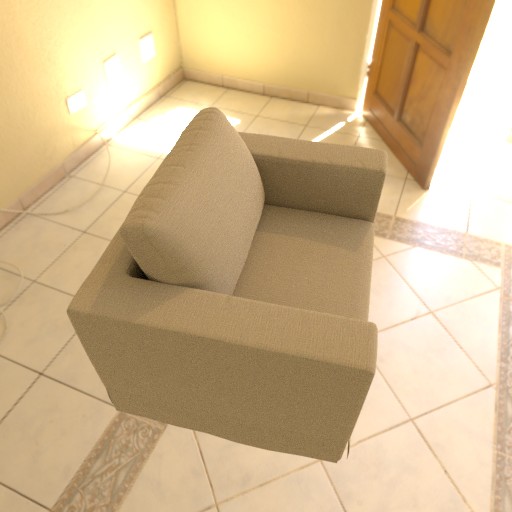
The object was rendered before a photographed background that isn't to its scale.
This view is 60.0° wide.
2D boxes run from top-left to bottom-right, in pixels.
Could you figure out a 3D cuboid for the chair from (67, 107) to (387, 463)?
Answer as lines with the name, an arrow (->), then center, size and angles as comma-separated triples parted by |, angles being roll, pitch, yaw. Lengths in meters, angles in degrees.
chair -> 0.000, 0.000, 1.782 | 0.957, 0.878, 1.150 | 10, 47, 9
